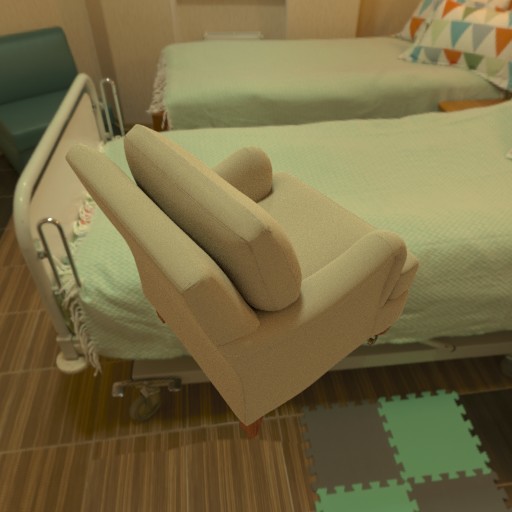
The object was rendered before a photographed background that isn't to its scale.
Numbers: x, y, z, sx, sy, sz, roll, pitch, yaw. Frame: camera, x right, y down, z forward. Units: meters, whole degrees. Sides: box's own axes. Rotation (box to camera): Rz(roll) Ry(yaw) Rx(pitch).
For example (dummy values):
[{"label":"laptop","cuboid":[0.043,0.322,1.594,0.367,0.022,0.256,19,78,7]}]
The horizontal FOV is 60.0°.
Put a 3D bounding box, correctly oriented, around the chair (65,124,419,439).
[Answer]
[{"label":"chair","cuboid":[0.000,0.000,1.852,1.070,1.038,0.955,-26,47,-27]}]
